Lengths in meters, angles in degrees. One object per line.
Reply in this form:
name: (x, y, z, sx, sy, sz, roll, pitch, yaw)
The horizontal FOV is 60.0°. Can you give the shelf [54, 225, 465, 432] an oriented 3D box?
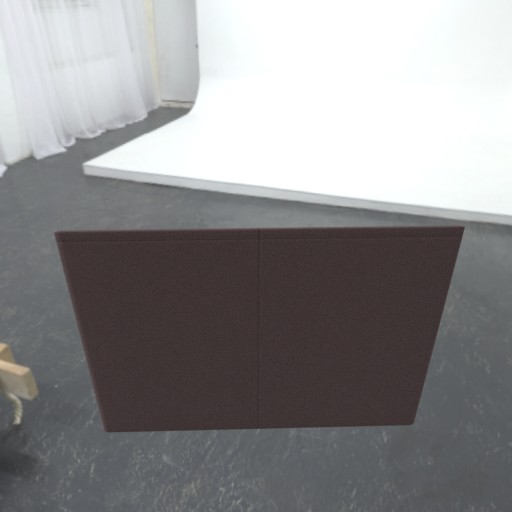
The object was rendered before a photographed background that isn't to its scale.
shelf: (0.000, 0.000, 0.488, 0.292, 0.210, 0.292, -1, 30, -1)
